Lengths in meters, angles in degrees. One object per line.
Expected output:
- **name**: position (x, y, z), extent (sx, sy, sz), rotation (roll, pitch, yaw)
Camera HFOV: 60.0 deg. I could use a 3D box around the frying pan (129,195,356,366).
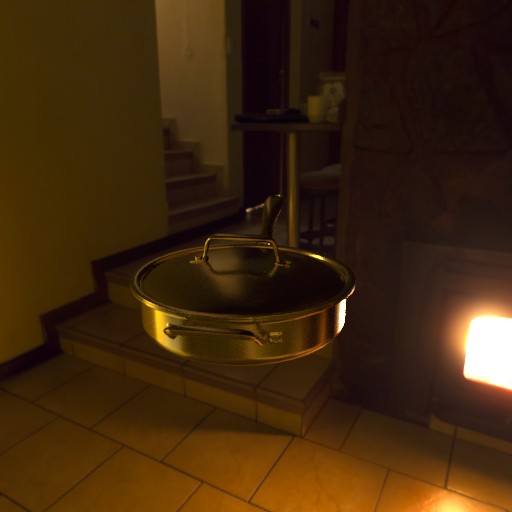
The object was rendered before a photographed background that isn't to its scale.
- **frying pan**: position (0.000, 0.000, 0.662), extent (0.280, 0.114, 0.561), rotation (3, 17, 9)
